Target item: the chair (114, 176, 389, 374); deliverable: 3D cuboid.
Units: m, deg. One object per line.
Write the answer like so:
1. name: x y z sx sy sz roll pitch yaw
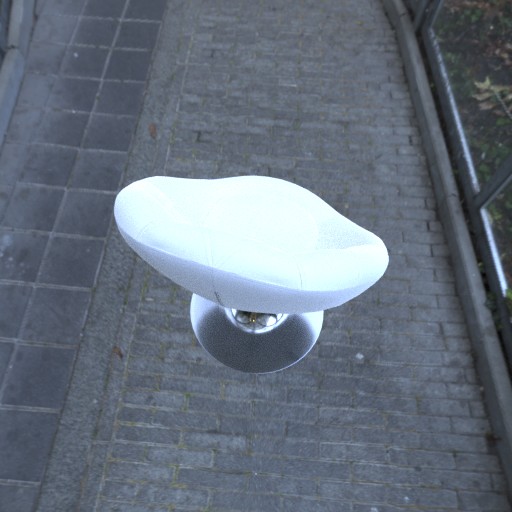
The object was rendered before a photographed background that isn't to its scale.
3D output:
1. chair: 0.000 0.000 1.818 0.940 1.261 0.736 16 65 8
